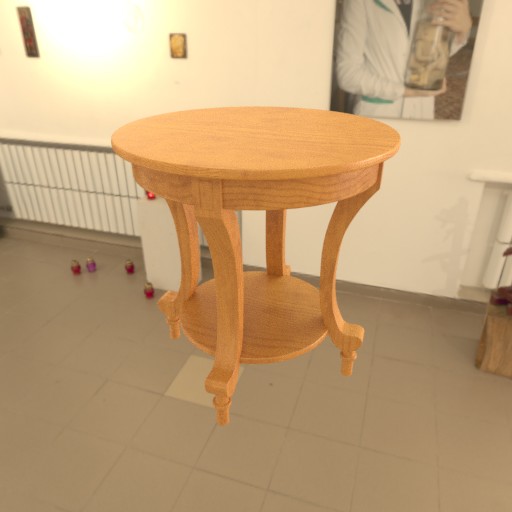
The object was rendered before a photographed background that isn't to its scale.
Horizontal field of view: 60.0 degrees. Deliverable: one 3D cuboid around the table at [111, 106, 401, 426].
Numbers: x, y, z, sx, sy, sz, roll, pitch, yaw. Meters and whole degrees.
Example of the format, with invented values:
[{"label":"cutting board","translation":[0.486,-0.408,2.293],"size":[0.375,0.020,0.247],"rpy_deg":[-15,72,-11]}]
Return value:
[{"label":"table","translation":[0.000,0.000,1.089],"size":[0.597,0.612,0.597],"rpy_deg":[0,28,0]}]
